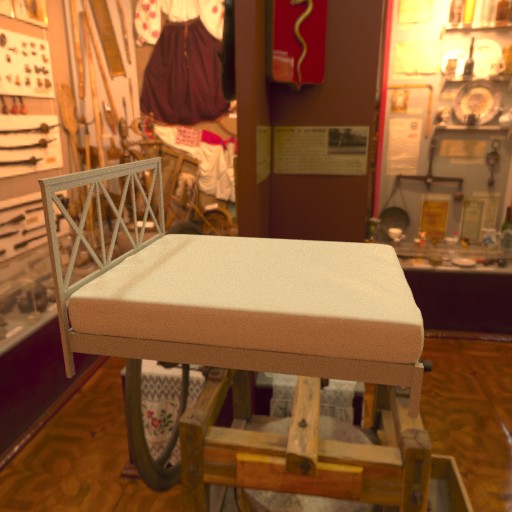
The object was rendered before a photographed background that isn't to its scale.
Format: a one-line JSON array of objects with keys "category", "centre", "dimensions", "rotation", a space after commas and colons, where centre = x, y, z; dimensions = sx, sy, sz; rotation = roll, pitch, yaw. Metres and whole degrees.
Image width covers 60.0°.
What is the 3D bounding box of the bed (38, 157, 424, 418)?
[{"category": "bed", "centre": [0.000, 0.000, 3.218], "dimensions": [2.135, 1.253, 1.673], "rotation": [3, 17, 10]}]
